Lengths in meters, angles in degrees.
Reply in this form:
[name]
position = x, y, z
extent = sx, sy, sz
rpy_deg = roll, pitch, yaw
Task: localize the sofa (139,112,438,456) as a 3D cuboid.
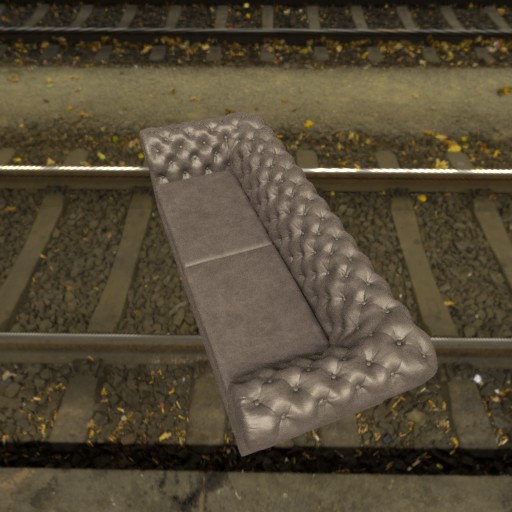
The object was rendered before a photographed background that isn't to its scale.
[sofa]
position = 0.000, 0.000, 2.773
extent = 0.944, 0.783, 2.385
rpy_deg = -15, 48, -14
